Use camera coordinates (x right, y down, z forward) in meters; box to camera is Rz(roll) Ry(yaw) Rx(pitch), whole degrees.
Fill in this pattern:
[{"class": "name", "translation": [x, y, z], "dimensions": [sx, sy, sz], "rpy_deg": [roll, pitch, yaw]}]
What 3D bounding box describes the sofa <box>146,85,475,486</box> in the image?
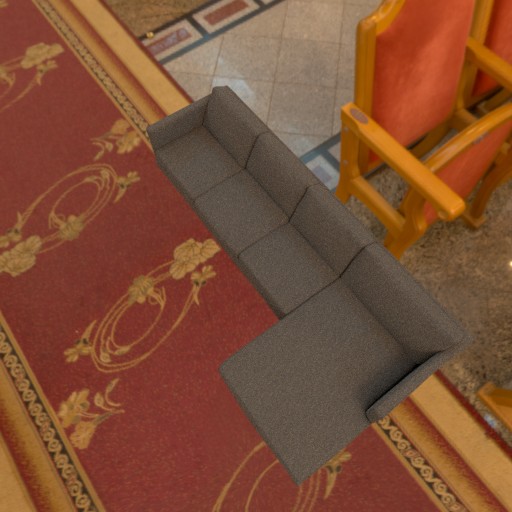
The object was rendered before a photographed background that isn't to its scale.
[{"class": "sofa", "translation": [0.000, 0.000, 3.786], "dimensions": [1.625, 0.846, 3.186], "rpy_deg": [-33, 68, -15]}]
